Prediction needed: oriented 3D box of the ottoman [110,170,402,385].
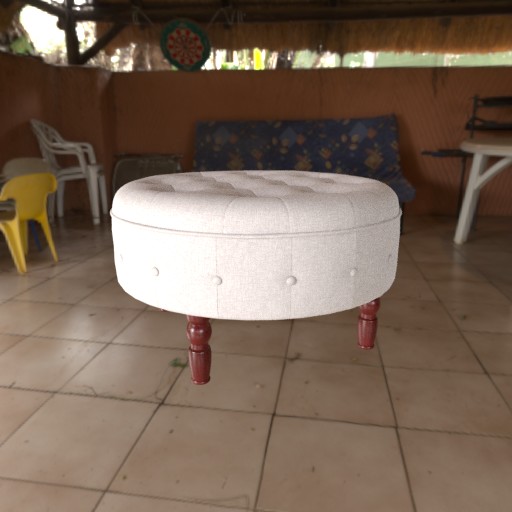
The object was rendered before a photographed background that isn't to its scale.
[{"bbox_3d":[0.000,0.000,1.397,0.849,0.478,0.849,0,16,0],"label":"ottoman"}]
